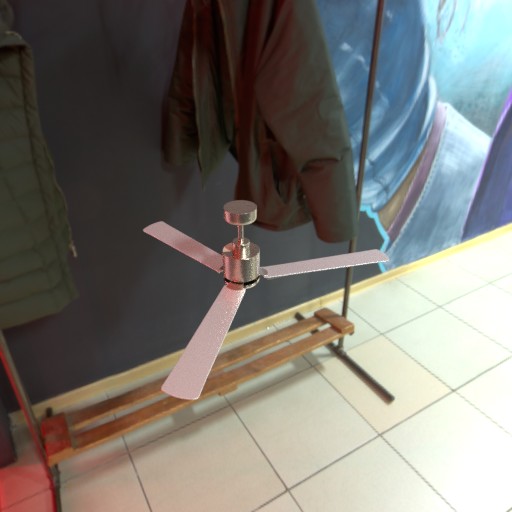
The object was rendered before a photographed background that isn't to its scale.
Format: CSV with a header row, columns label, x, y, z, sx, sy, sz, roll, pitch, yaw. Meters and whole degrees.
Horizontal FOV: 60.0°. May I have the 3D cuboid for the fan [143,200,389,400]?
label,x,y,z,sx,sy,sz,roll,pitch,yaw
fan,0.000,0.000,2.285,1.561,0.446,1.531,1,31,2
